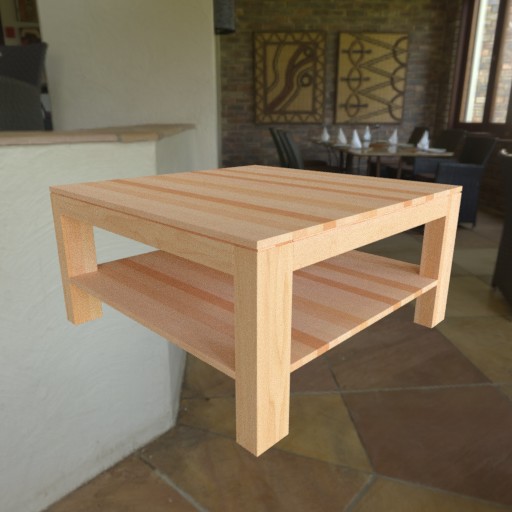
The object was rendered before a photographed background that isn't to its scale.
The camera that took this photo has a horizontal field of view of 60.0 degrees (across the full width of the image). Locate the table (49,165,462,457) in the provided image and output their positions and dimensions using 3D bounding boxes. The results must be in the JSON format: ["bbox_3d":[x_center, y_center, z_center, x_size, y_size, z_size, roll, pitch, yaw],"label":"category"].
[{"bbox_3d":[0.000,0.000,1.430,0.900,0.450,0.900,16,24,42],"label":"table"}]
